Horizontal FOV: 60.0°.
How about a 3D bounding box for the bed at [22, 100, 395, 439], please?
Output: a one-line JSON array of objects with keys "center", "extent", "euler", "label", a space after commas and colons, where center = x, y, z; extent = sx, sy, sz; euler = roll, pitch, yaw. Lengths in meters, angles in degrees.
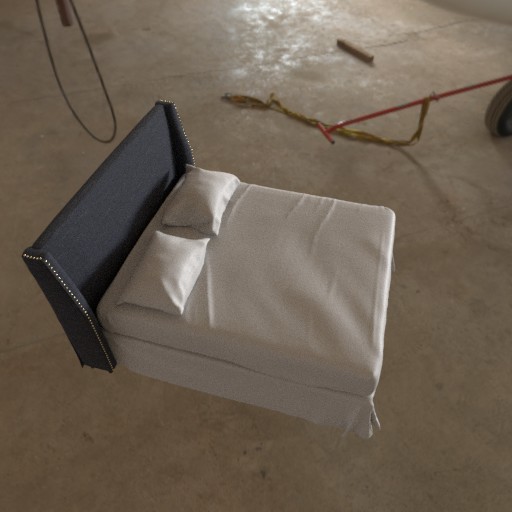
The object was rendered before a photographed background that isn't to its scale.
[{"center": [0.000, 0.000, 3.398], "extent": [2.276, 1.332, 1.925], "euler": [12, 48, 11], "label": "bed"}]
